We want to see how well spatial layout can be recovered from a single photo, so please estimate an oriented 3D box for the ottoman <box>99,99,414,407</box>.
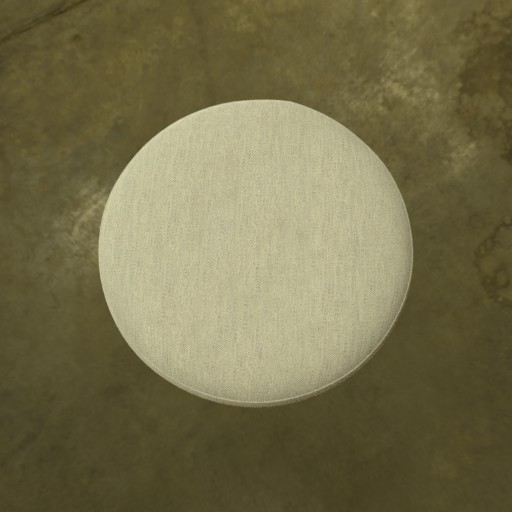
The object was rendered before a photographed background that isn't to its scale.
[{"bbox_3d":[0.000,0.000,1.220,0.769,0.459,0.769,0,76,0],"label":"ottoman"}]
